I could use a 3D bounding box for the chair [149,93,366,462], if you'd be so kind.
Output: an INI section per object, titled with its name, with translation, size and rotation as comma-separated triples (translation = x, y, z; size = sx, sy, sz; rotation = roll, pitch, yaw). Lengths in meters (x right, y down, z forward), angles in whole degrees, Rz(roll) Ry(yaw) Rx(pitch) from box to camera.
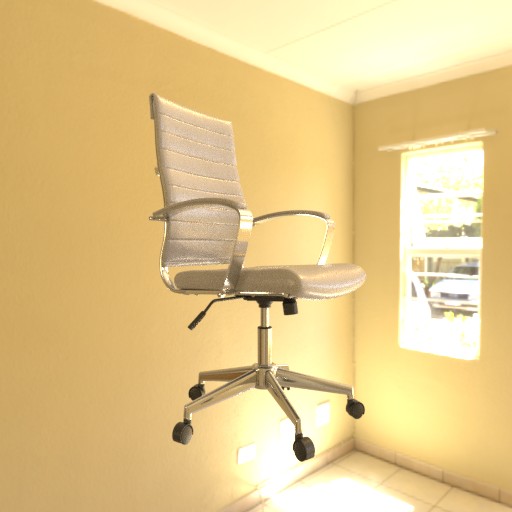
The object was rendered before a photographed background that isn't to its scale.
[chair]
translation = 0.000, 0.000, 1.580
size = 0.667, 1.149, 0.679
rotation = 1, 1, 35
